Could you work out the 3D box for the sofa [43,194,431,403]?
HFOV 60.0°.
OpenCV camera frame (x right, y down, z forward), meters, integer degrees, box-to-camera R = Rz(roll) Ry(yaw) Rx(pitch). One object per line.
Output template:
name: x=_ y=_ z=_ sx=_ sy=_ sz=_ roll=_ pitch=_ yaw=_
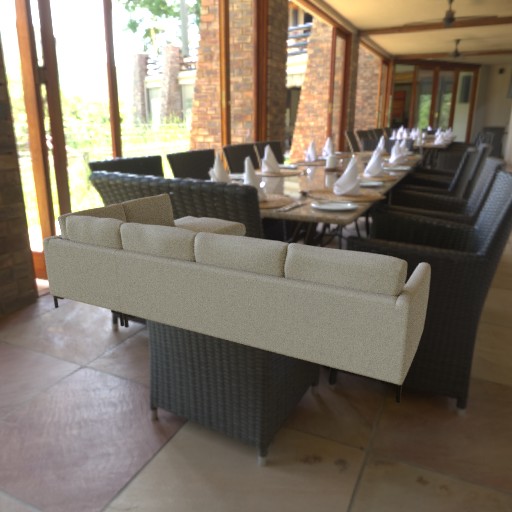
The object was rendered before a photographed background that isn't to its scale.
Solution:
sofa: x=0.000 y=0.000 z=3.855 sx=2.949 sy=0.815 sz=2.007 roll=9 pitch=19 yaw=27
